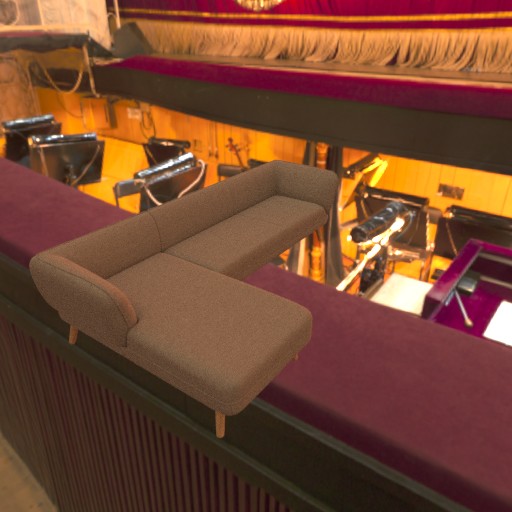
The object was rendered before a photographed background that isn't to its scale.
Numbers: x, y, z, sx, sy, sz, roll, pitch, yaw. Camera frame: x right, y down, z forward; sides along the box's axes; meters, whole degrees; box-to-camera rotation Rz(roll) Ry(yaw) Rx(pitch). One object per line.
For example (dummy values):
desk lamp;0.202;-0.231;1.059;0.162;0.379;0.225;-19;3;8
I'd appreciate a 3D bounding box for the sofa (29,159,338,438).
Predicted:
sofa;0.000;0.000;3.360;1.532;0.693;2.653;19;33;31
